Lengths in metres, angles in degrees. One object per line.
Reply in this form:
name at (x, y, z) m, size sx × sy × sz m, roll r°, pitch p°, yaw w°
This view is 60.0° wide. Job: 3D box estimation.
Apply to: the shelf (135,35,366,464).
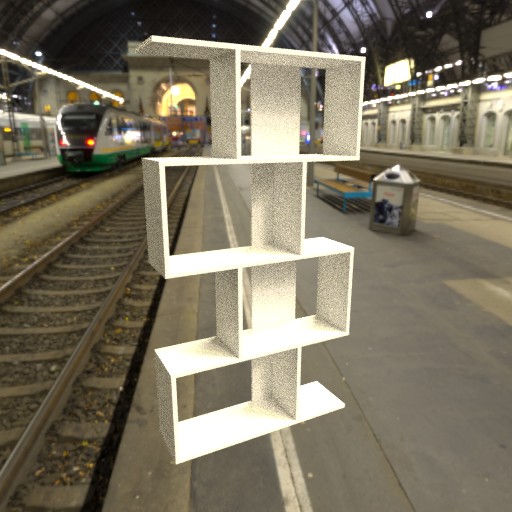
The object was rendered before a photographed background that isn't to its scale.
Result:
shelf at (0.000, 0.000, 1.955) m, size 0.890 × 1.650 × 0.250 m, roll -8°, pitch 17°, yaw -26°
